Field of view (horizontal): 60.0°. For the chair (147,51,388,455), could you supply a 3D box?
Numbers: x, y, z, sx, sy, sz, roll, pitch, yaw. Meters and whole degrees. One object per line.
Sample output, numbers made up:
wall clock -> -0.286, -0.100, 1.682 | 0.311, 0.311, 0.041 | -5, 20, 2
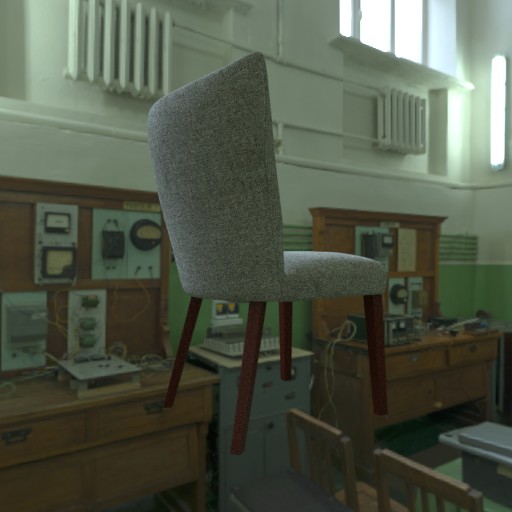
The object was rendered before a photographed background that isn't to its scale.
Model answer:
chair -> 0.000, 0.000, 1.312 | 0.623, 0.924, 0.535 | 0, 0, -35
